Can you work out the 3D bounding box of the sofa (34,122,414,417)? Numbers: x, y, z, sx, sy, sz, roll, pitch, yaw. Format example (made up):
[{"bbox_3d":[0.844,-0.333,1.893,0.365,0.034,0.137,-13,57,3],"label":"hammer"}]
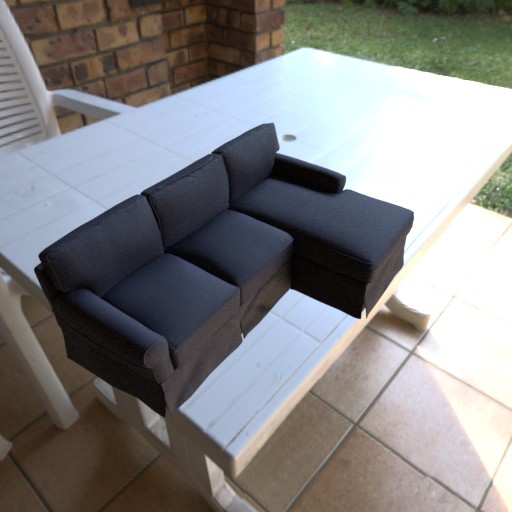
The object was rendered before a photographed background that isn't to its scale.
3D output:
[{"bbox_3d":[0.000,0.000,3.345,1.637,1.039,2.518,24,45,27],"label":"sofa"}]
